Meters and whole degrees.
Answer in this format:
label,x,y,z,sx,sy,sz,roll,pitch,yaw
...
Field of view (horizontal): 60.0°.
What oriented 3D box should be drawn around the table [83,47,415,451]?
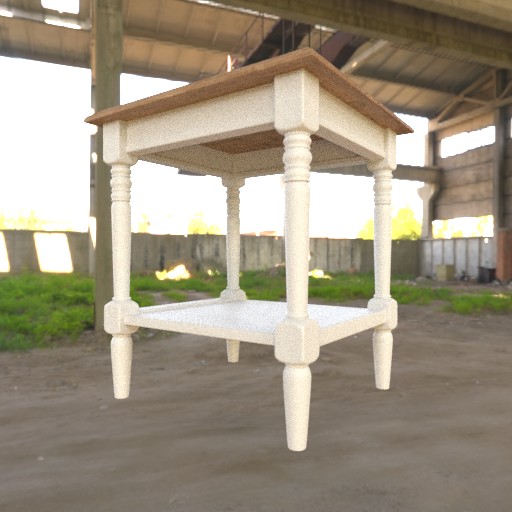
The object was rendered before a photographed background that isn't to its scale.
label,x,y,z,sx,sy,sz,roll,pitch,yaw
table,0.000,0.000,0.910,0.508,0.561,0.457,0,0,36
